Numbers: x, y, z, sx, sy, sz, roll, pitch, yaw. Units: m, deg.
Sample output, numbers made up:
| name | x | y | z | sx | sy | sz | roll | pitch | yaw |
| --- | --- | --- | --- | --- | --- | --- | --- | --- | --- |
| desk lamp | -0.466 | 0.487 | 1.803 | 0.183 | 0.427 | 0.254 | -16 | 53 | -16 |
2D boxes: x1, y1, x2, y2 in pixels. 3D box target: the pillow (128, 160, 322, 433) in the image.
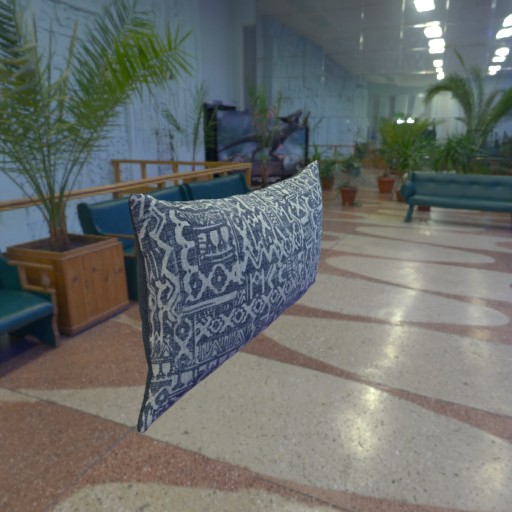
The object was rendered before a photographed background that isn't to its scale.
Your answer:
| name | x | y | z | sx | sy | sz | roll | pitch | yaw |
| --- | --- | --- | --- | --- | --- | --- | --- | --- | --- |
| pillow | 0.000 | 0.000 | 0.769 | 0.148 | 0.292 | 0.631 | 8 | 17 | 25 |
